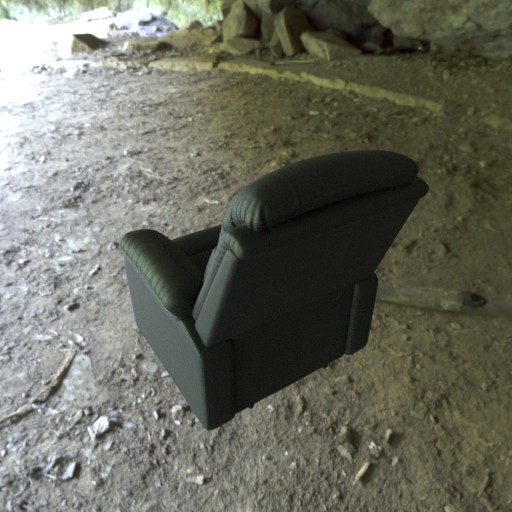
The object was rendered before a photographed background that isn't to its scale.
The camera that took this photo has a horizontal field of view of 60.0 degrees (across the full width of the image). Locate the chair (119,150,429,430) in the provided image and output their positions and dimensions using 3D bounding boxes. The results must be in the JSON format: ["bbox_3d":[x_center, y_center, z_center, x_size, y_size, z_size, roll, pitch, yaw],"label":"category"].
[{"bbox_3d":[0.000,0.000,1.710,0.855,0.992,0.919,-19,37,-28],"label":"chair"}]
